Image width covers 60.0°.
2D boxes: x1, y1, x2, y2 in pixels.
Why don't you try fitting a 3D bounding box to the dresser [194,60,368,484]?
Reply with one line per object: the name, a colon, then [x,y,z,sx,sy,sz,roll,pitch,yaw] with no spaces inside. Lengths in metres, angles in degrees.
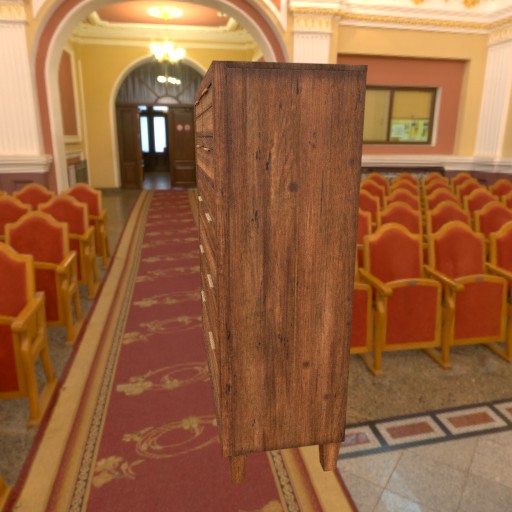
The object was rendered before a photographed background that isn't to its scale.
dresser: [0.000,0.000,1.875,0.438,1.359,1.067,-3,15,-10]
